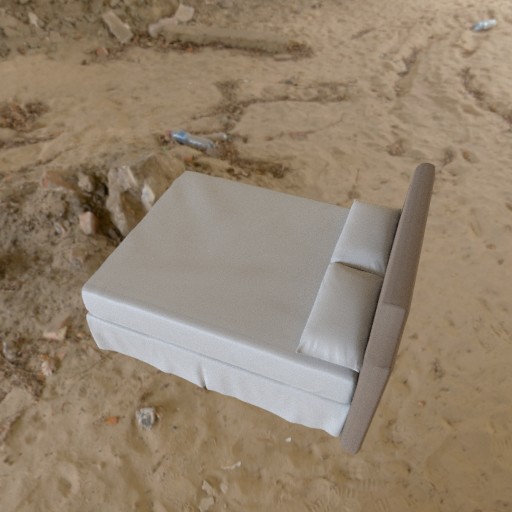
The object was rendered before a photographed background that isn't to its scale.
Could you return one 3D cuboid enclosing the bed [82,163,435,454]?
[{"bbox_3d":[0.000,0.000,3.347,2.164,1.303,1.828,16,47,15],"label":"bed"}]
